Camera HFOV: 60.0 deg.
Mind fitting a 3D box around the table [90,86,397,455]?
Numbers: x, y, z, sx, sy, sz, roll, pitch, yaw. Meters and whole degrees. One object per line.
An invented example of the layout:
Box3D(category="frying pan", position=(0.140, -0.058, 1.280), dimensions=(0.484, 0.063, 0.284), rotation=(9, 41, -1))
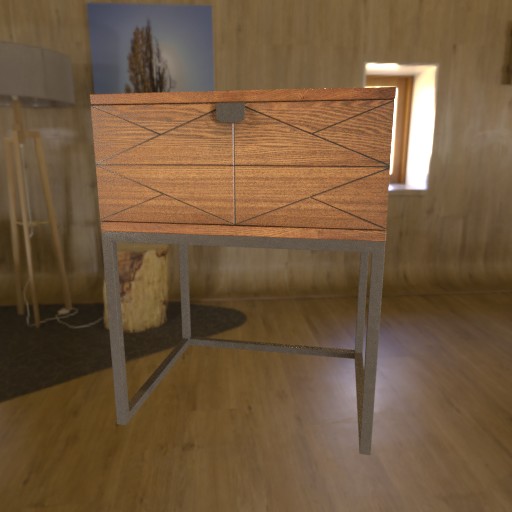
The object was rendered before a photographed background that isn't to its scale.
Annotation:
Box3D(category="table", position=(0.000, 0.000, 0.928), dimensions=(0.482, 0.610, 0.400), rotation=(3, 14, 11))
